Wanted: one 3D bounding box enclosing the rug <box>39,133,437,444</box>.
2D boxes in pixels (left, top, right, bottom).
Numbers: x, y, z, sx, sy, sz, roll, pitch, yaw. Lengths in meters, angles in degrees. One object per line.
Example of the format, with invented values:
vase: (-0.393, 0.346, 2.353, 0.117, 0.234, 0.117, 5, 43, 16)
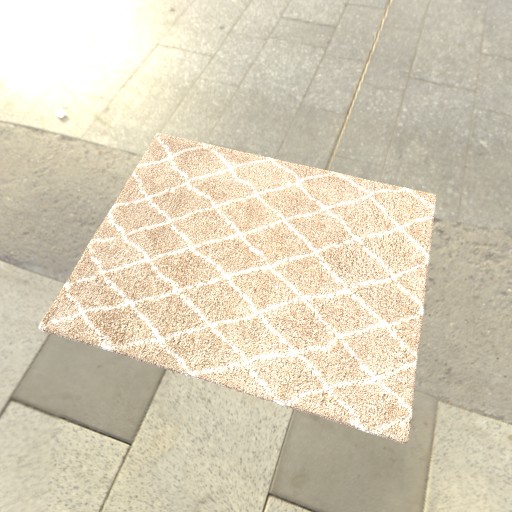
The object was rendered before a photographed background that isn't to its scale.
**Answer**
rug: (0.000, 0.000, 4.057, 3.047, 0.029, 2.438, 15, 59, 9)
